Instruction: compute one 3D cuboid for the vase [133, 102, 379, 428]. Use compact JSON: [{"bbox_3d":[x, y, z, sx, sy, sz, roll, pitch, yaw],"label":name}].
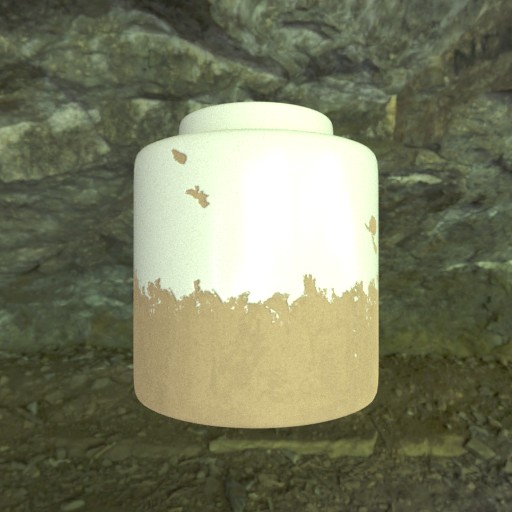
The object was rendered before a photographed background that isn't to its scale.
[{"bbox_3d":[0.000,0.000,0.287,0.153,0.167,0.153,0,0,0],"label":"vase"}]
